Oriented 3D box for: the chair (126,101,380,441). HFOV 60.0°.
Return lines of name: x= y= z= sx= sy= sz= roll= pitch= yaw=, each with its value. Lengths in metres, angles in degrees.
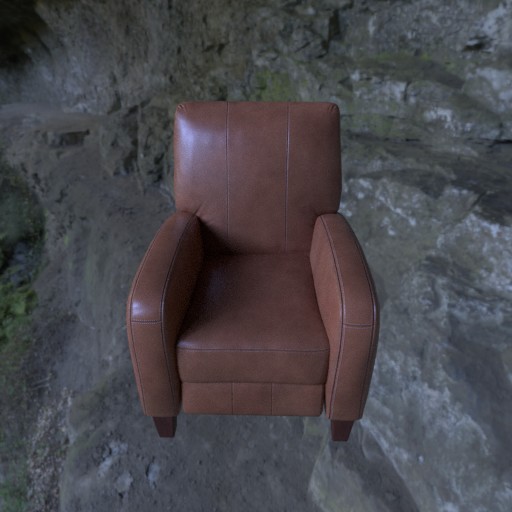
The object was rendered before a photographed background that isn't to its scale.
chair: x=0.000 y=0.000 z=1.675 sx=0.762 sy=0.990 sz=0.990 roll=1 pitch=30 yaw=1
